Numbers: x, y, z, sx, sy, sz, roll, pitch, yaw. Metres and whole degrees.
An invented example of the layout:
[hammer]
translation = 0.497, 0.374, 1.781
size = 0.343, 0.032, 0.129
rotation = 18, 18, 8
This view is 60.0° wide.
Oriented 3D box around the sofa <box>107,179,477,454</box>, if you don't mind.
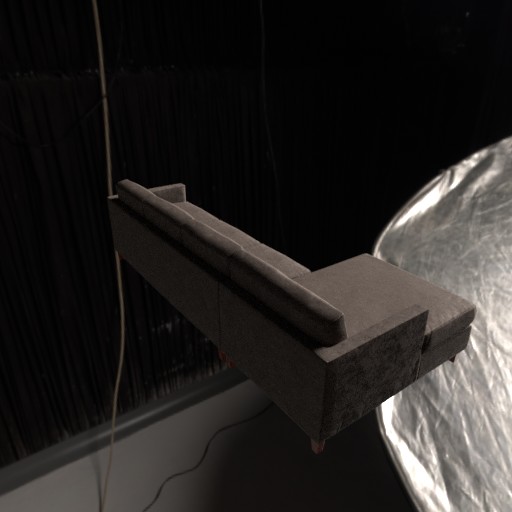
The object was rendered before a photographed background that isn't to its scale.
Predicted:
[sofa]
translation = 0.000, 0.000, 4.143
size = 1.606, 0.954, 3.471
rotation = -18, 31, -32
